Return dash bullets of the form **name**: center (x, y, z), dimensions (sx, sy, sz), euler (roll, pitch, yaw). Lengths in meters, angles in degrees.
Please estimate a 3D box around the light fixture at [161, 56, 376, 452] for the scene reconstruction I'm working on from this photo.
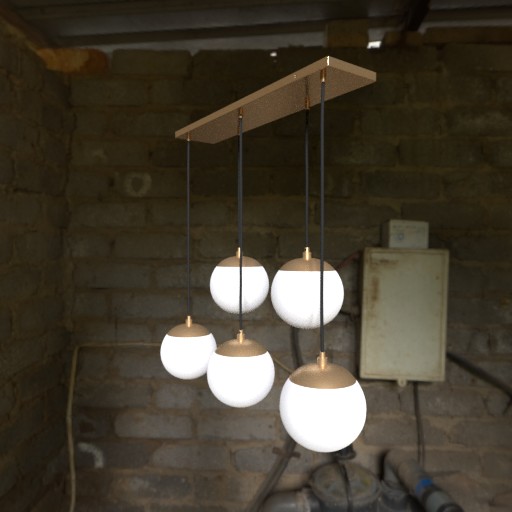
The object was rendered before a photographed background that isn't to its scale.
- **light fixture**: center (0.000, 0.000, 1.310), dimensions (0.299, 0.869, 0.863), euler (-1, 1, -35)
